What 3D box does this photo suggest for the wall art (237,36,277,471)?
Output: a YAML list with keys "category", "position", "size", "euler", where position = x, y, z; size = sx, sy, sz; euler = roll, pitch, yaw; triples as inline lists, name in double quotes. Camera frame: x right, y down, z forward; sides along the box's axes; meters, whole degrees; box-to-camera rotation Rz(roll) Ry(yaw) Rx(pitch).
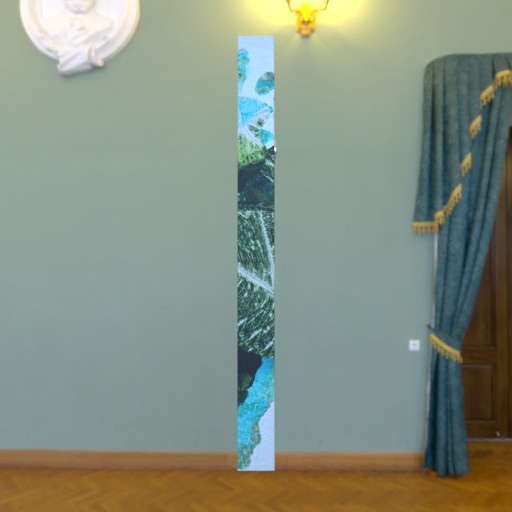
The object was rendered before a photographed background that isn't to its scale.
- category: "wall art"
  position: [0.000, 0.000, 0.696]
  size: [0.041, 0.435, 0.507]
  euler: [0, -1, 0]
